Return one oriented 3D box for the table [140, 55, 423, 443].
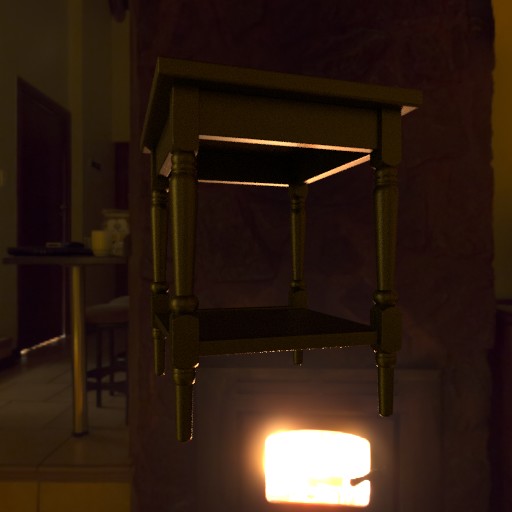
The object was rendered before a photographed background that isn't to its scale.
[{"bbox_3d":[0.000,0.000,0.919,0.442,0.565,0.488,0,0,-17],"label":"table"}]
